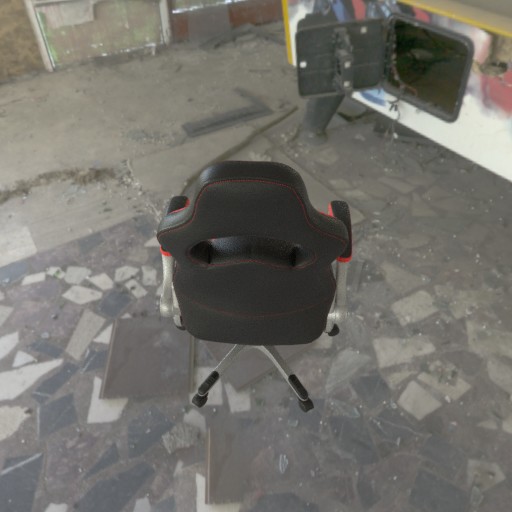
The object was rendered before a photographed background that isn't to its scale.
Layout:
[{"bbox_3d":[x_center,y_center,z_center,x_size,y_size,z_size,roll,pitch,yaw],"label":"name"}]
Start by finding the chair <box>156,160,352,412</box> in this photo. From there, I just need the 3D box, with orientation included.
[{"bbox_3d":[0.000,0.000,1.583,0.758,1.165,0.712,2,44,2],"label":"chair"}]
